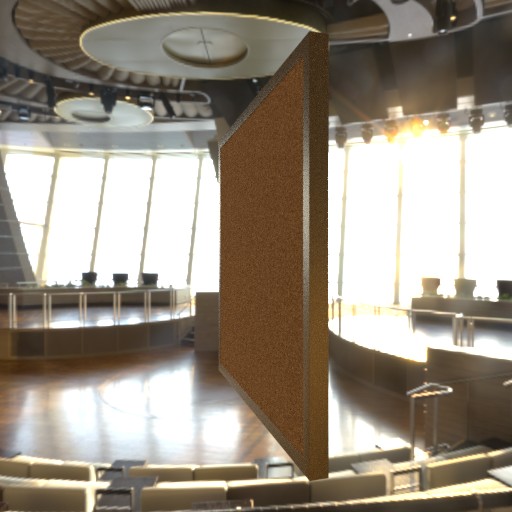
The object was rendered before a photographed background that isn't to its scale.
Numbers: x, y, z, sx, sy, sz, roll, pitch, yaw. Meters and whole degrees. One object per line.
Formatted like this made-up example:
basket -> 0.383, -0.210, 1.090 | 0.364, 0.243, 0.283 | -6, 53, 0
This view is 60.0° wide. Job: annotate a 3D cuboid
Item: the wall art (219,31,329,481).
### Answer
wall art -> 0.000, 0.000, 1.126 | 0.036, 0.765, 0.767 | 0, 0, -16
